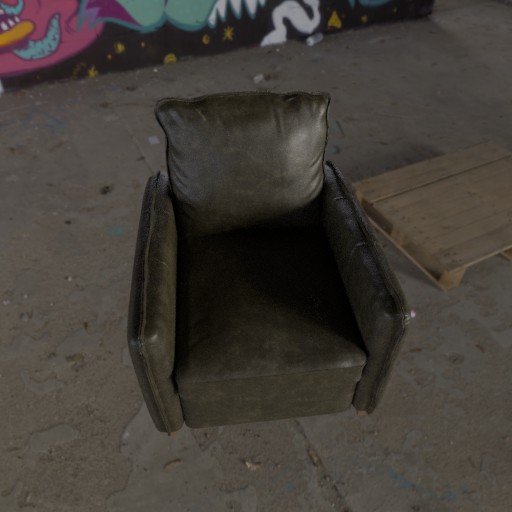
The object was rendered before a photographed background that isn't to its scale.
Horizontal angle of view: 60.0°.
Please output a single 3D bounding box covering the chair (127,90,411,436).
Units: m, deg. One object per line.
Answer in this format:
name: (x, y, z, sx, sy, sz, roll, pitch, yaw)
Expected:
chair: (0.000, 0.000, 1.575, 0.830, 0.921, 0.921, -5, 44, -5)
